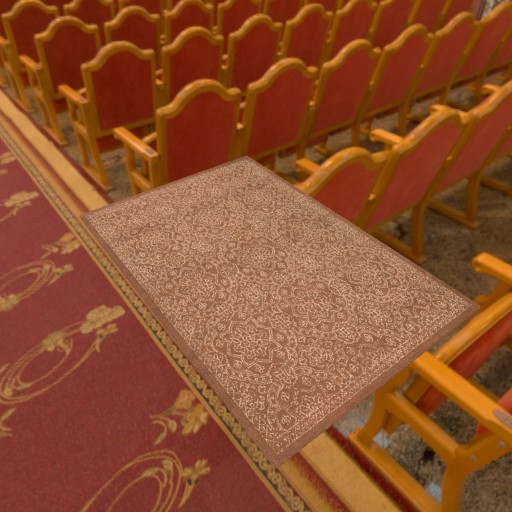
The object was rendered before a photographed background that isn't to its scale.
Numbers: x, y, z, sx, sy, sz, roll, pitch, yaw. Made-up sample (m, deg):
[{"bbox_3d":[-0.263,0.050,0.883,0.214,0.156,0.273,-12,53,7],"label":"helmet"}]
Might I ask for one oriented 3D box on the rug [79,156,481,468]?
[{"bbox_3d":[0.000,0.000,2.887,1.524,0.011,2.286,-26,47,-27],"label":"rug"}]
